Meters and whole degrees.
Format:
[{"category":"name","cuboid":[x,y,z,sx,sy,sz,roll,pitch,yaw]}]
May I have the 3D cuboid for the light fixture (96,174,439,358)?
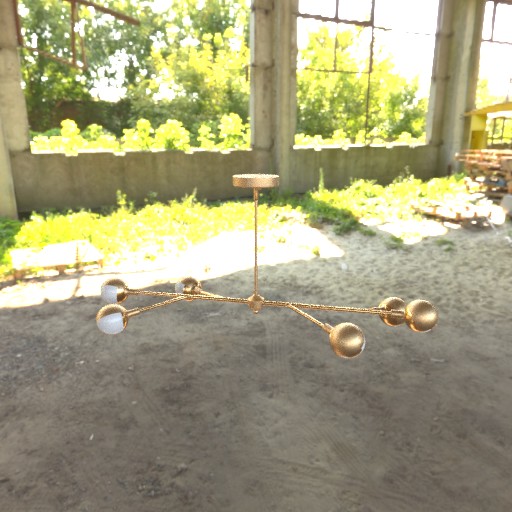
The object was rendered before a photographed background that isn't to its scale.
[{"category":"light fixture","cuboid":[0.000,0.000,1.014,0.778,0.362,0.434,8,17,28]}]
